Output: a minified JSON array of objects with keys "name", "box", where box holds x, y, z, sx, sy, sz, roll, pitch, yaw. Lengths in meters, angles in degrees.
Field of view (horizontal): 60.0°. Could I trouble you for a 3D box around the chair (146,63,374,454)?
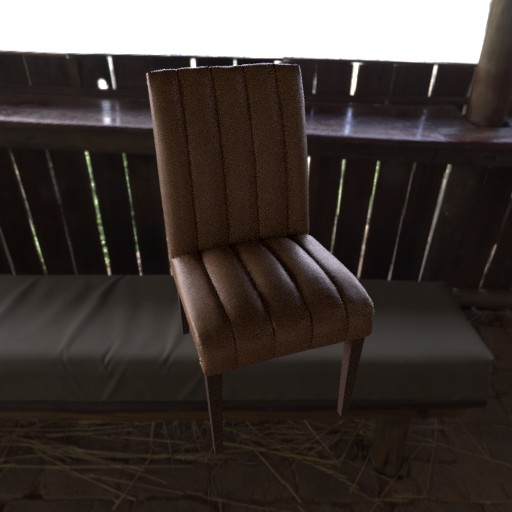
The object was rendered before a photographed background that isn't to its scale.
[{"name":"chair","box":[0.000,0.000,1.380,0.511,1.016,0.647,-10,34,-16]}]
